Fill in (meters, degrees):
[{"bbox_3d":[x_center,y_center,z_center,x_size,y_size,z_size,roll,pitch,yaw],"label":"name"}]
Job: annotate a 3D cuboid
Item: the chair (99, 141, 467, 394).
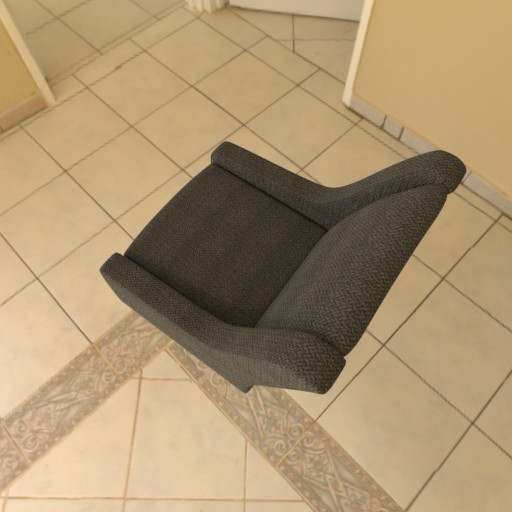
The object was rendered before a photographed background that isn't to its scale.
[{"bbox_3d":[0.000,0.000,1.673,0.944,1.012,0.793,33,68,15],"label":"chair"}]
